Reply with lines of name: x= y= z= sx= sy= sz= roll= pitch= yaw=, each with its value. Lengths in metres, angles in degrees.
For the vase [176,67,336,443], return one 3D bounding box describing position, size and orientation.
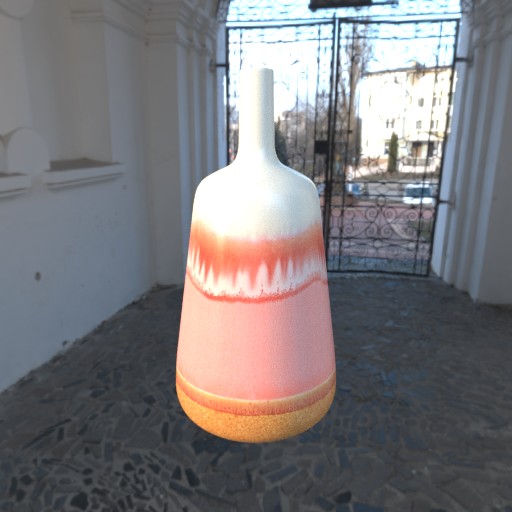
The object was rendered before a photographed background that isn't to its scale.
vase: x=0.000 y=0.000 z=0.378 sx=0.144 sy=0.296 sz=0.144 roll=0 pitch=15 yaw=0
